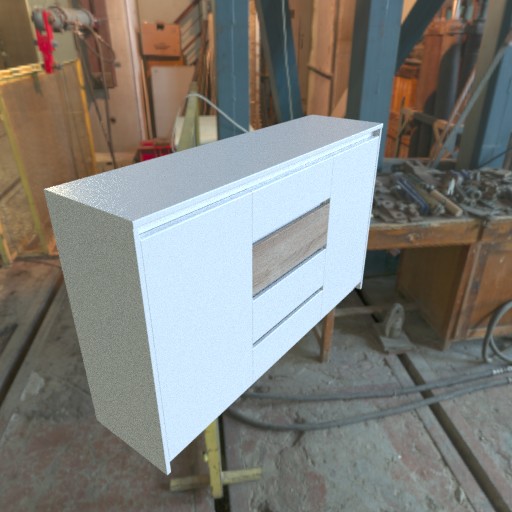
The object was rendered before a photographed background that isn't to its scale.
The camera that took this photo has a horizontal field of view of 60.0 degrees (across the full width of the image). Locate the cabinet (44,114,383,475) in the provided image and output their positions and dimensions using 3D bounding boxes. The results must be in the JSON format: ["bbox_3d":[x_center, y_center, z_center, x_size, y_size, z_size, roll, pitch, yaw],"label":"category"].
[{"bbox_3d":[0.000,0.000,1.847,0.380,0.900,1.450,19,33,32],"label":"cabinet"}]
